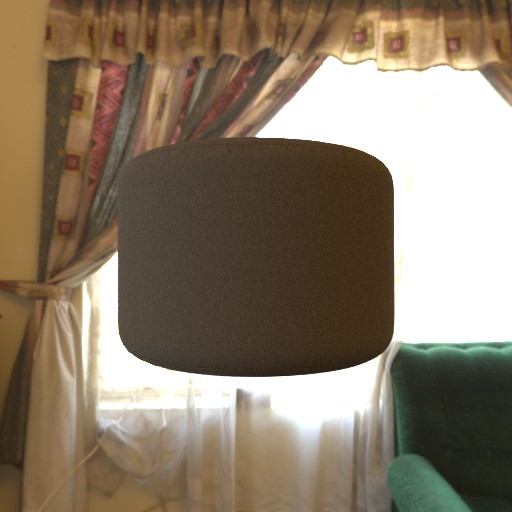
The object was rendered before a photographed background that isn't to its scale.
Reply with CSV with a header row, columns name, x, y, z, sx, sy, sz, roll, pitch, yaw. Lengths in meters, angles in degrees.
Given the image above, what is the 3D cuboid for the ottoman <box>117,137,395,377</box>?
name,x,y,z,sx,sy,sz,roll,pitch,yaw
ottoman,0.000,0.000,1.019,0.608,0.433,0.608,0,0,0
